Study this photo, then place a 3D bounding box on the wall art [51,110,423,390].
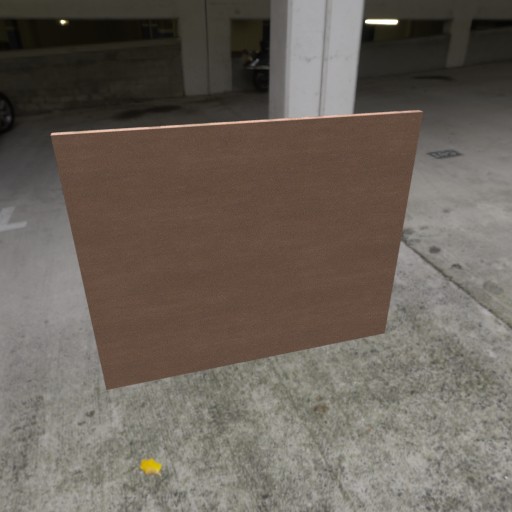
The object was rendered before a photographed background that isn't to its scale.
[{"bbox_3d":[0.000,0.000,0.687,0.508,0.408,0.012,-8,30,-15],"label":"wall art"}]
